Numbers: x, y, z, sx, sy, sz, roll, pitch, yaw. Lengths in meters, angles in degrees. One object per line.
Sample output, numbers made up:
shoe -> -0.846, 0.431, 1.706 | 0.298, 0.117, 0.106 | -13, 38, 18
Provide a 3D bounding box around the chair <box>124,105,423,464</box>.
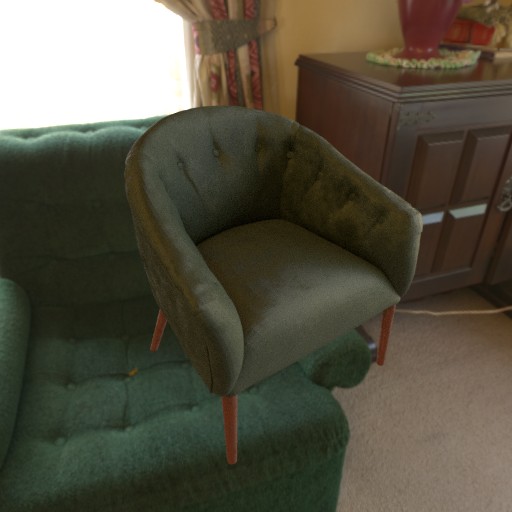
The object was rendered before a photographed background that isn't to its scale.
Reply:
chair -> 0.000, 0.000, 1.539 | 0.851, 0.885, 0.776 | -21, 37, -31
